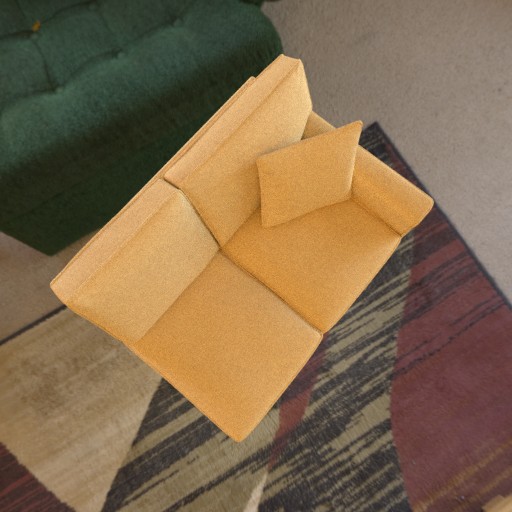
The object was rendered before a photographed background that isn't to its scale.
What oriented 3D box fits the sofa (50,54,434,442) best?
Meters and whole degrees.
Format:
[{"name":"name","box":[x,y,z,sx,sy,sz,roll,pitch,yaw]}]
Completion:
[{"name":"sofa","box":[0.000,0.000,2.091,0.991,0.989,1.388,40,80,9]}]
